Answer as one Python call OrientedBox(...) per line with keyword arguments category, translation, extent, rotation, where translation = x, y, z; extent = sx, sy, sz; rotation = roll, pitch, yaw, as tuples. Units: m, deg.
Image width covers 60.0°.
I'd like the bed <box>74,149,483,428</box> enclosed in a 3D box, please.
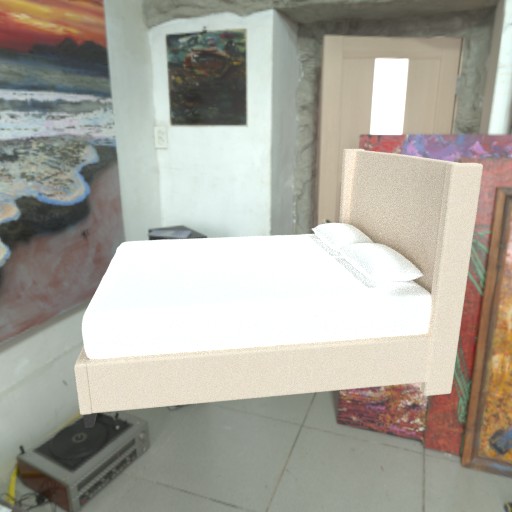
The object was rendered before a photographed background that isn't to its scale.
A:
OrientedBox(category="bed", translation=(0.000, 0.000, 3.334), extent=(2.293, 1.471, 1.778), rotation=(-3, 16, -9))
